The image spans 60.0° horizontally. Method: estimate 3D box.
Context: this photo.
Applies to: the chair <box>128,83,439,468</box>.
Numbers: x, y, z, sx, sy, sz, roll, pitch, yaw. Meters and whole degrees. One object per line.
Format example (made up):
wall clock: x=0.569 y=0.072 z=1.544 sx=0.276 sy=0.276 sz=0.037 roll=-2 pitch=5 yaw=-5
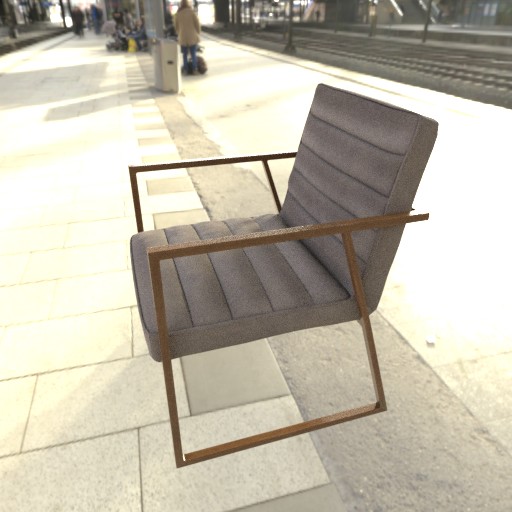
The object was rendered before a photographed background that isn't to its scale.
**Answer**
chair: x=0.000 y=0.000 z=1.257 sx=0.682 sy=0.843 sz=0.578 roll=-9 pitch=30 yaw=-15
